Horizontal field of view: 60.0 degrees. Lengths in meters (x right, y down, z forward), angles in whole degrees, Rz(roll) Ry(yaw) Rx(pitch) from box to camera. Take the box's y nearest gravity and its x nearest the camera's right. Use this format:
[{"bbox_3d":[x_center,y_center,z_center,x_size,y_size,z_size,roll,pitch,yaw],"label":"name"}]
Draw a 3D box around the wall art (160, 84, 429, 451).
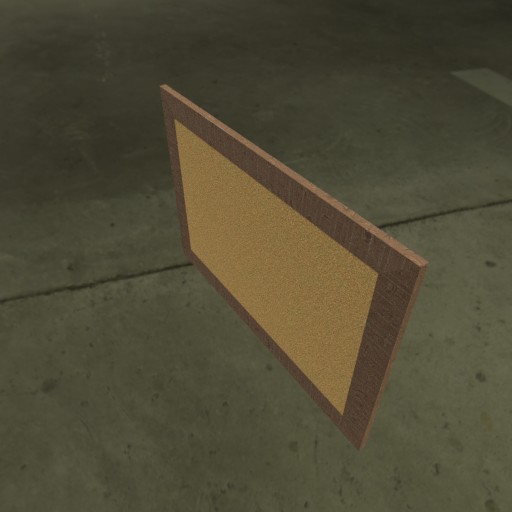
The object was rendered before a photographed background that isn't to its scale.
[{"bbox_3d":[0.000,0.000,1.180,0.019,0.626,0.917,-25,47,-26],"label":"wall art"}]
